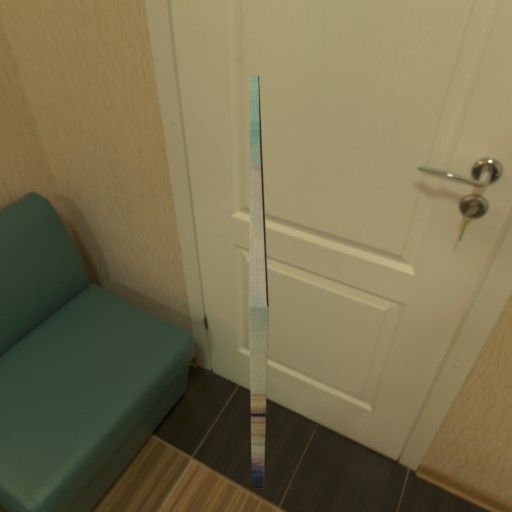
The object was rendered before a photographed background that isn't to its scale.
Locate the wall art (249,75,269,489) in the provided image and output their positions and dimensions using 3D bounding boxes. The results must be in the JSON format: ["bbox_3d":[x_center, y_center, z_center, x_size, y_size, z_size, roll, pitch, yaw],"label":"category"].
[{"bbox_3d":[0.000,0.000,0.762,0.018,0.402,0.604,0,41,0],"label":"wall art"}]
